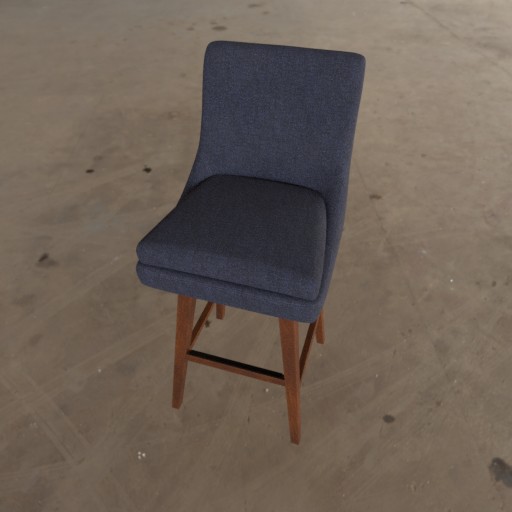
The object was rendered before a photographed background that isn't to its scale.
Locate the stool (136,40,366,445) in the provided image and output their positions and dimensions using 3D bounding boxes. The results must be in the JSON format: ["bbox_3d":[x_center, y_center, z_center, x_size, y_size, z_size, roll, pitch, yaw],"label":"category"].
[{"bbox_3d":[0.000,0.000,1.351,0.489,1.068,0.572,12,42,13],"label":"stool"}]
